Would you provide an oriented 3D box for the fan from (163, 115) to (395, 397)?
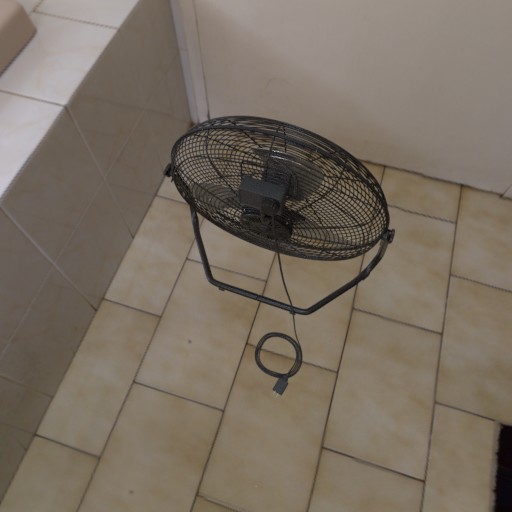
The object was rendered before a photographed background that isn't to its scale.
[{"bbox_3d":[0.000,0.000,0.936,0.555,0.546,0.424,18,64,9],"label":"fan"}]
